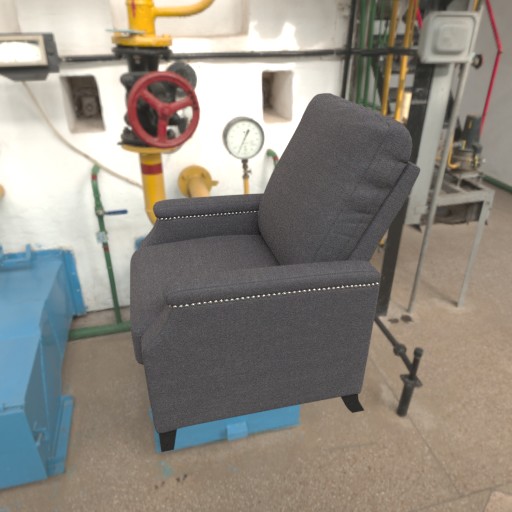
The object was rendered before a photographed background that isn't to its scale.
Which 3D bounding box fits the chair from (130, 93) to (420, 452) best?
[{"bbox_3d":[0.000,0.000,1.631,0.922,1.049,0.710,-7,30,-12],"label":"chair"}]
